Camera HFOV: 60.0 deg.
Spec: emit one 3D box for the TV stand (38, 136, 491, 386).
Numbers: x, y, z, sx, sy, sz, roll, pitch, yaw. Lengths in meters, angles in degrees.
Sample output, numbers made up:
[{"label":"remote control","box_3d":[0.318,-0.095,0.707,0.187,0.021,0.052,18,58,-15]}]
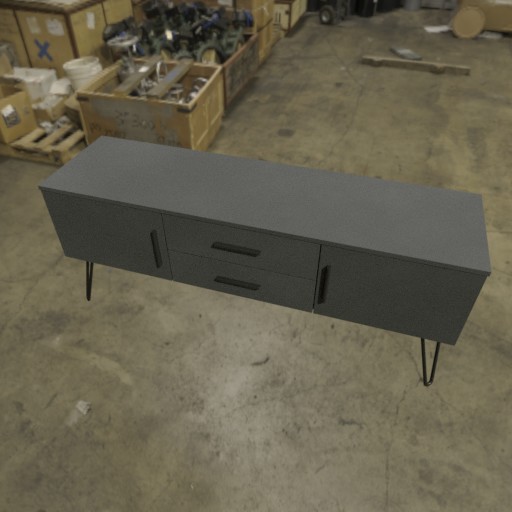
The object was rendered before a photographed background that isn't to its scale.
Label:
[{"label":"TV stand","box_3d":[0.000,0.000,1.628,1.400,0.560,0.400,12,42,13]}]
